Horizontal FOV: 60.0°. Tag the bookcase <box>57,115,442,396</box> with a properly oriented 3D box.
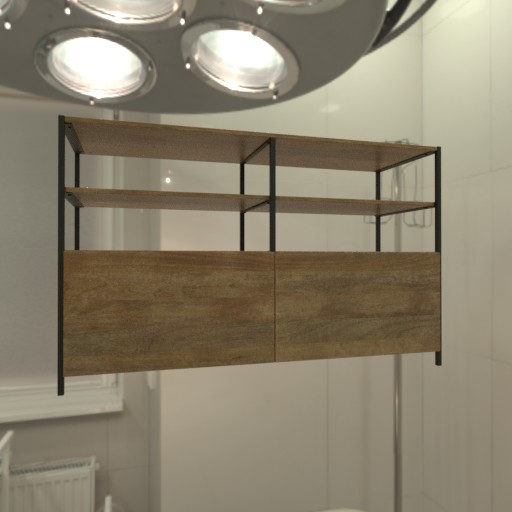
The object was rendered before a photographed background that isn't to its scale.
[{"bbox_3d":[0.000,0.000,1.456,1.149,0.712,0.391,0,0,-16],"label":"bookcase"}]
